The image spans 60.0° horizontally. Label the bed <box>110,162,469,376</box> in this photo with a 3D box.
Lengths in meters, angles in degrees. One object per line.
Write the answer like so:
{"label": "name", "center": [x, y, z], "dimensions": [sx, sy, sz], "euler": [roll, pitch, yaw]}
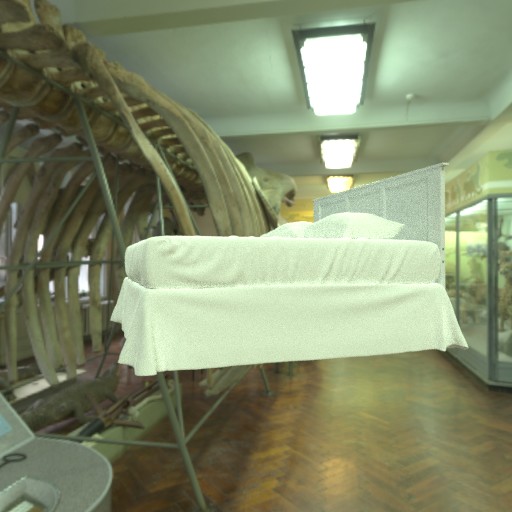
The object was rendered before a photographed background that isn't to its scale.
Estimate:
{"label": "bed", "center": [0.000, 0.000, 3.616], "dimensions": [2.215, 1.273, 2.317], "euler": [0, -1, -19]}
